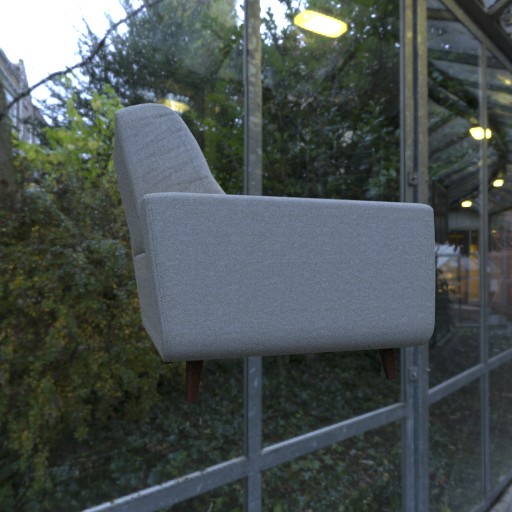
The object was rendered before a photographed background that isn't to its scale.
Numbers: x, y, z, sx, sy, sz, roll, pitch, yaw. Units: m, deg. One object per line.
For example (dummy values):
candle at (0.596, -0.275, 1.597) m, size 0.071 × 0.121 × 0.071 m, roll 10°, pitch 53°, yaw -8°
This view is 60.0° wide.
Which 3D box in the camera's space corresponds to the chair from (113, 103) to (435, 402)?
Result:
chair at (0.000, 0.000, 1.832) m, size 1.128 × 0.965 × 0.897 m, roll 0°, pitch -1°, yaw -18°
